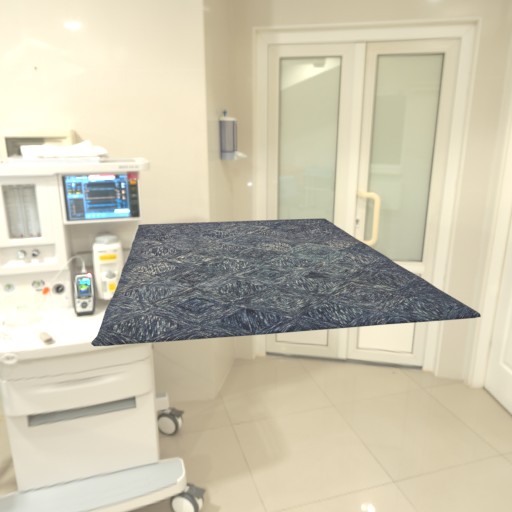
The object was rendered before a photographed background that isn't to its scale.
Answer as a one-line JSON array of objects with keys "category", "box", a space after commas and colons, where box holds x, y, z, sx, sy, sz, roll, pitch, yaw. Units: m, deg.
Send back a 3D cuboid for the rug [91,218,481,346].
[{"category": "rug", "box": [0.000, 0.000, 4.125, 2.385, 0.024, 3.245, -3, 16, -9]}]
